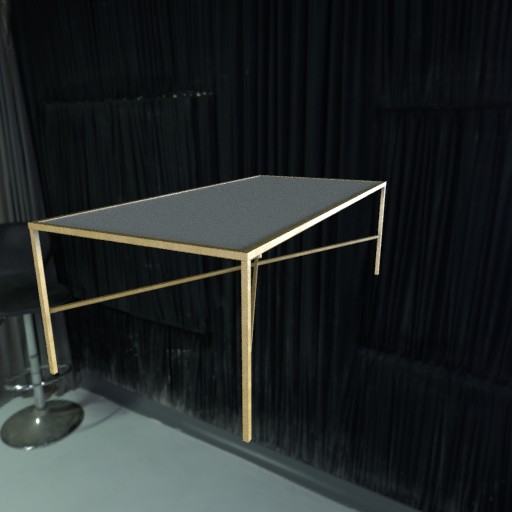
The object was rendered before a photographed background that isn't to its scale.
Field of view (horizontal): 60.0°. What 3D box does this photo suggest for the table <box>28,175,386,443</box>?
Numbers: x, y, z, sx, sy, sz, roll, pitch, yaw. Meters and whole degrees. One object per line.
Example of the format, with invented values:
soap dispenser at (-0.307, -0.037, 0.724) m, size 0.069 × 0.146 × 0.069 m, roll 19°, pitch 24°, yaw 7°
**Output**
table at (0.000, 0.000, 1.479) m, size 0.580 × 0.398 × 1.206 m, roll 8°, pitch 18°, yaw 26°
